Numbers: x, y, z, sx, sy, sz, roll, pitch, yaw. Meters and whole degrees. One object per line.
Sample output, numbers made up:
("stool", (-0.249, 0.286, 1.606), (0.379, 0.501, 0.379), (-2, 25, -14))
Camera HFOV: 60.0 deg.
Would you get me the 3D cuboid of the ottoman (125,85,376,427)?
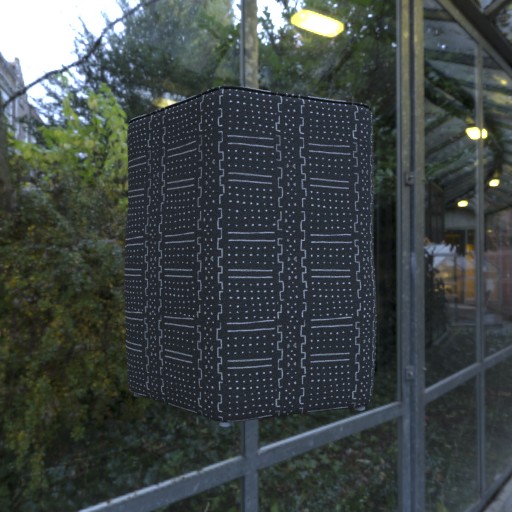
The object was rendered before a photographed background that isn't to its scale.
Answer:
("ottoman", (0.000, 0.000, 0.870), (0.494, 0.502, 0.443), (0, -1, -19))
